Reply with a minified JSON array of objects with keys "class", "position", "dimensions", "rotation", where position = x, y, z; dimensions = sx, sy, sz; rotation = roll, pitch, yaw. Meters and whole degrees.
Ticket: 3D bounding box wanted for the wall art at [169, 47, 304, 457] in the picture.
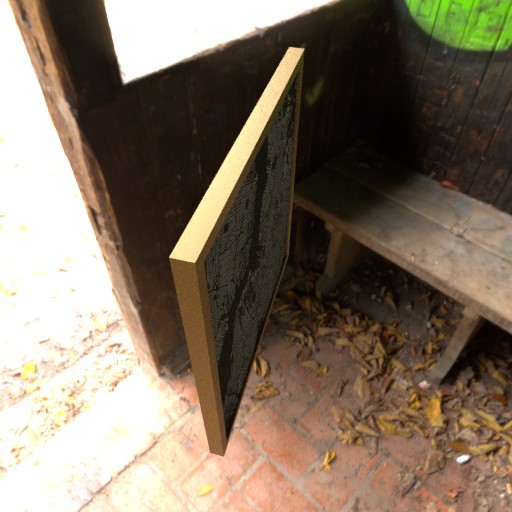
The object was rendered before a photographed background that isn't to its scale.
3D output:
[{"class":"wall art","position":[0.000,0.000,2.910],"dimensions":[0.099,1.926,1.926],"rotation":[12,48,11]}]
